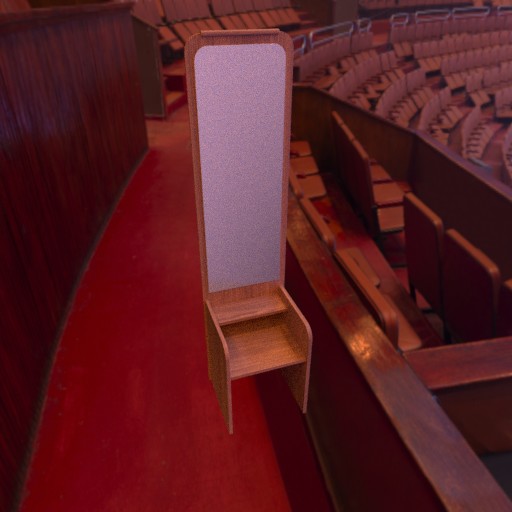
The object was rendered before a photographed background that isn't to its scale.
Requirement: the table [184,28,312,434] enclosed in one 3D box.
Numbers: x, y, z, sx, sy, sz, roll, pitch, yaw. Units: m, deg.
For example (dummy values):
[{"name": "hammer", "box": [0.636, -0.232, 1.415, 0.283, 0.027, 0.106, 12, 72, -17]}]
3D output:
[{"name": "table", "box": [0.000, 0.000, 2.036, 0.450, 1.830, 0.420, -10, 33, -16]}]
